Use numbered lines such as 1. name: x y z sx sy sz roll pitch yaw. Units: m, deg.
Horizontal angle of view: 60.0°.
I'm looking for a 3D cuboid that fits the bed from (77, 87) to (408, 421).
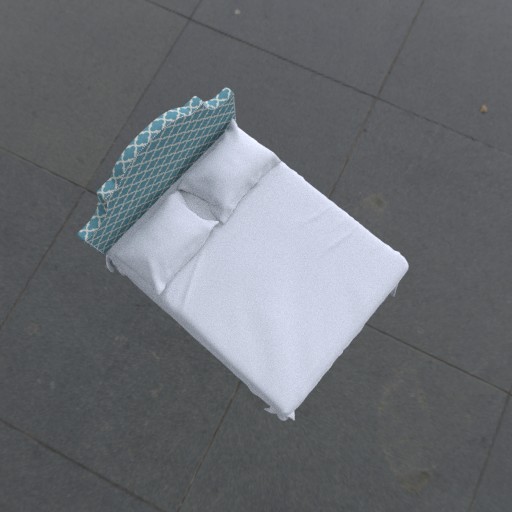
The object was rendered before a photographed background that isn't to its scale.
1. bed: 0.000 0.000 3.520 2.222 1.633 1.780 40 80 9
